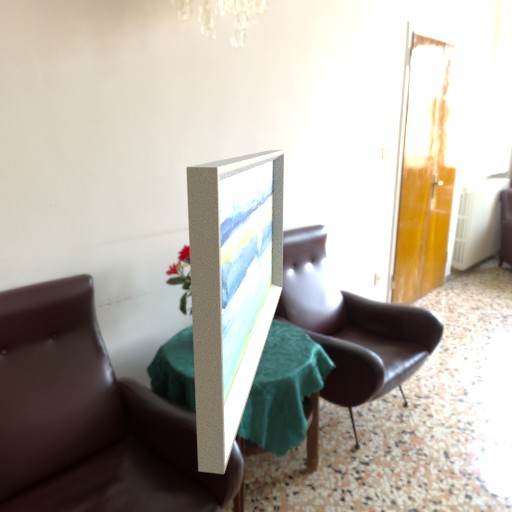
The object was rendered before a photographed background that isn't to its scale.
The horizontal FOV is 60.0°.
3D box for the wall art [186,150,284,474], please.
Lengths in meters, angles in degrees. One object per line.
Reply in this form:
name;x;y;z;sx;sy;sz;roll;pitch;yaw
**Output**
wall art;0.000;0.000;0.968;0.038;0.431;0.812;2;15;9
